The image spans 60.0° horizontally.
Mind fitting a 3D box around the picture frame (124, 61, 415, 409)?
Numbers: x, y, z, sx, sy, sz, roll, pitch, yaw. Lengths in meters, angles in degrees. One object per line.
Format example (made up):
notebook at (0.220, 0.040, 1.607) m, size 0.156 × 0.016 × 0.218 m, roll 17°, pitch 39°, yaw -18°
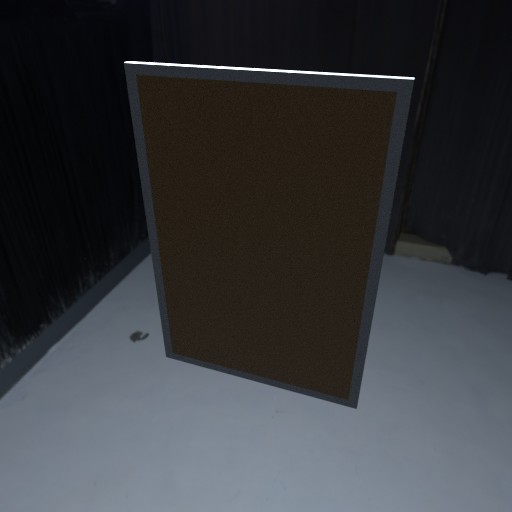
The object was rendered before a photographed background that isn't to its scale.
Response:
picture frame at (0.000, 0.000, 0.838) m, size 0.457 × 0.657 × 0.013 m, roll 11°, pitch 33°, yaw 17°
